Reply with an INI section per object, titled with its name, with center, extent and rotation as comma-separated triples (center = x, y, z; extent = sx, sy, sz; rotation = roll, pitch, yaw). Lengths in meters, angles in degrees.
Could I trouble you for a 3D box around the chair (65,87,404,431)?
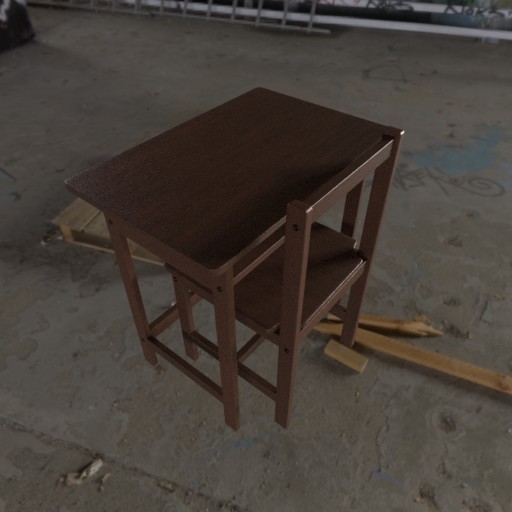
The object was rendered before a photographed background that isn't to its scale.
[chair]
center = 0.000, 0.000, 1.084
extent = 0.463, 0.673, 0.599
rotation = 28, 49, 28
